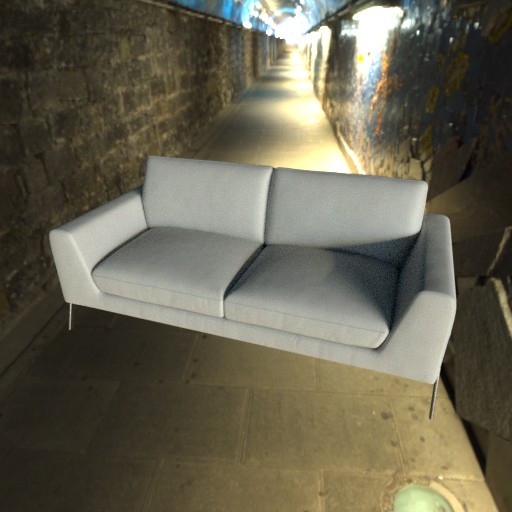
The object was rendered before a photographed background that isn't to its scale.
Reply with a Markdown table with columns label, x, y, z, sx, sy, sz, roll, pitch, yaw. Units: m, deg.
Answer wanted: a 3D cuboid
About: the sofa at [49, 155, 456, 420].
| label | x | y | z | sx | sy | sz | roll | pitch | yaw |
| --- | --- | --- | --- | --- | --- | --- | --- | --- | --- |
| sofa | 0.000 | 0.000 | 2.486 | 2.017 | 0.875 | 0.953 | 9 | 28 | 18 |
